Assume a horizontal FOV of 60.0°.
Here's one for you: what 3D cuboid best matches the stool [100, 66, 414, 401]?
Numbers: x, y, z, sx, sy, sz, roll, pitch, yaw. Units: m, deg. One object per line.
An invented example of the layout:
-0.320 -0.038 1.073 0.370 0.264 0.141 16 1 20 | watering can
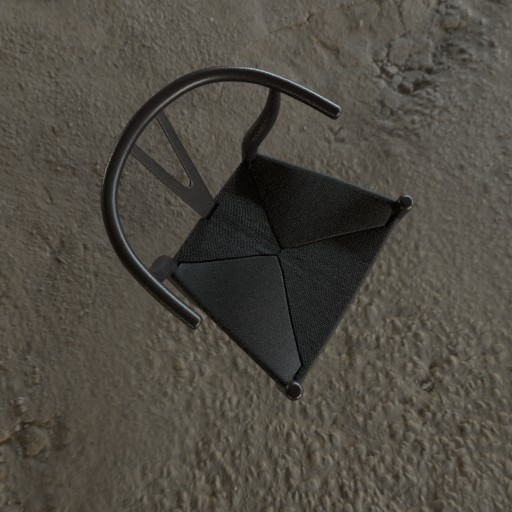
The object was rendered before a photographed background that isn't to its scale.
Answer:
0.000 0.000 1.288 0.579 0.970 0.569 32 78 8 | stool
